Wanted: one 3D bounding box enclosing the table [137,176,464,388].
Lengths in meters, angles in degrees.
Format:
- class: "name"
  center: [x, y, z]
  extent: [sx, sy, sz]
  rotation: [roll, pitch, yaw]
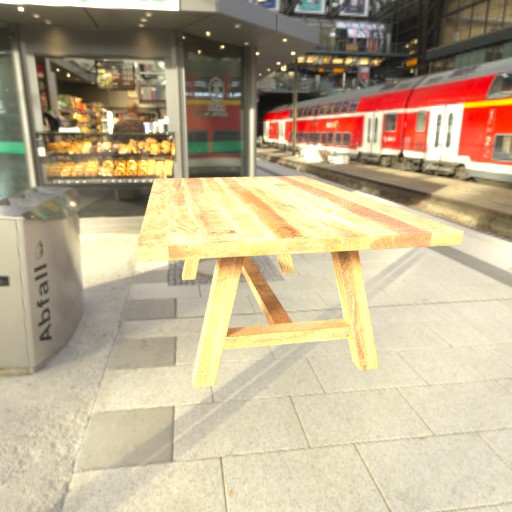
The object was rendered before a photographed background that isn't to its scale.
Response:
- class: "table"
  center: [0.000, 0.000, 1.677]
  extent: [0.760, 0.455, 1.320]
  rotation: [-3, 16, -10]
